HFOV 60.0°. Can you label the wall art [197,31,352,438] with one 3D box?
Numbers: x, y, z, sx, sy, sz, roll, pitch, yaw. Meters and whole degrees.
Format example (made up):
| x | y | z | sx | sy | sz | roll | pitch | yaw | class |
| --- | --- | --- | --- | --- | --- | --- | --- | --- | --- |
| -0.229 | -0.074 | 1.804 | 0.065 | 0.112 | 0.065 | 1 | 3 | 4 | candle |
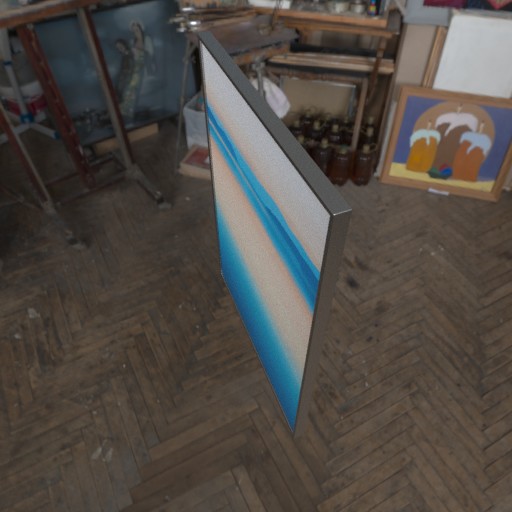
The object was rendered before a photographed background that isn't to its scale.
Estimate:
| x | y | z | sx | sy | sz | roll | pitch | yaw | class |
| --- | --- | --- | --- | --- | --- | --- | --- | --- | --- |
| 0.000 | 0.000 | 1.395 | 0.037 | 1.062 | 0.801 | -17 | 50 | -14 | wall art |
